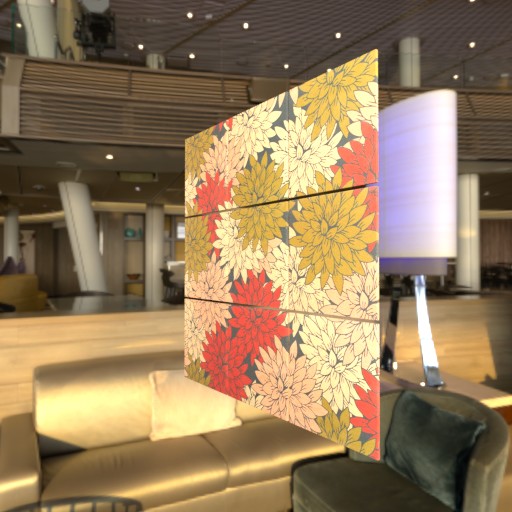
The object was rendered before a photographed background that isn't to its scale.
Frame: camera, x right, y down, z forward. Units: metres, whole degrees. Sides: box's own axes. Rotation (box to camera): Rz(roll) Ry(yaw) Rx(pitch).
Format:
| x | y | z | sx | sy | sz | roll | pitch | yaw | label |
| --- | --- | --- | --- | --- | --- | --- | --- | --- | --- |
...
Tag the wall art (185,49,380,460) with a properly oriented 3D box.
| x | y | z | sx | sy | sz | roll | pitch | yaw | label |
| --- | --- | --- | --- | --- | --- | --- | --- | --- | --- |
| 0.000 | 0.000 | 2.263 | 0.013 | 1.534 | 1.519 | 1 | -1 | -37 | wall art |
